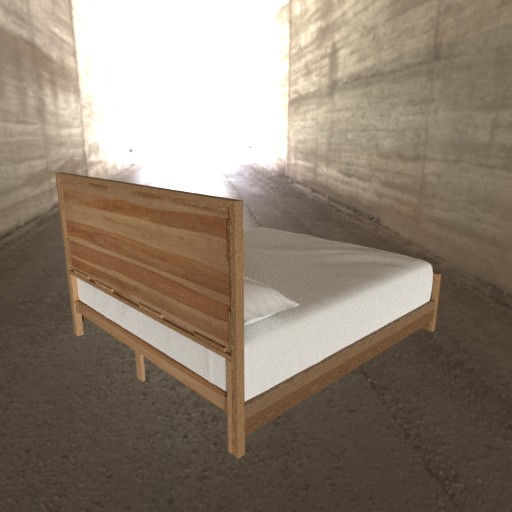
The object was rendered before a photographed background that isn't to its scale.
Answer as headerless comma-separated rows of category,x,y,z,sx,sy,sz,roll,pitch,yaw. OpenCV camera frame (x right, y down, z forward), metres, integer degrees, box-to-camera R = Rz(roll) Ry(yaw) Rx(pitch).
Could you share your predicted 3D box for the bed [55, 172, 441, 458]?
bed,0.000,0.000,3.478,2.184,1.295,2.013,-14,21,-42
